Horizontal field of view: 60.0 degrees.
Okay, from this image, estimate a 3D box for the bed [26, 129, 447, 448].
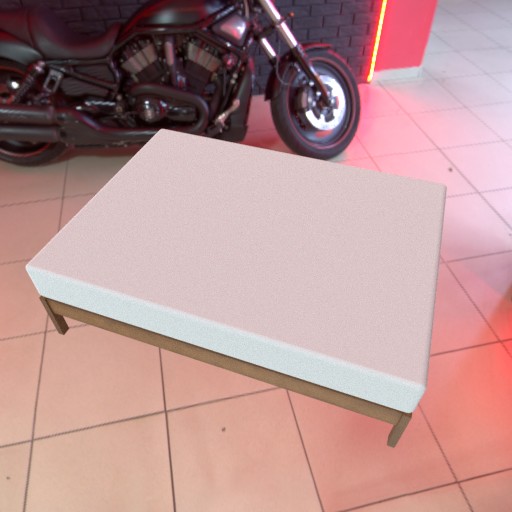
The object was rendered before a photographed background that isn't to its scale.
[{"bbox_3d":[0.000,0.000,2.771,2.050,0.593,1.529,15,48,14],"label":"bed"}]
